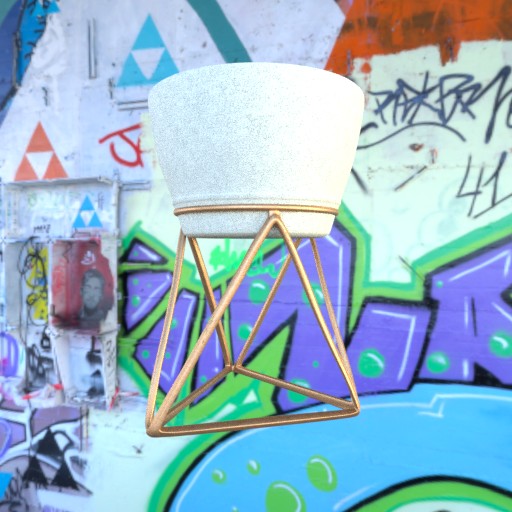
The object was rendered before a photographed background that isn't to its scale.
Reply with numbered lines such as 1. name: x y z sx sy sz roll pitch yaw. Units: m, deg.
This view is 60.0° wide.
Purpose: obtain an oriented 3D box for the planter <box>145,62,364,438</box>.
1. planter: 0.000 0.000 0.744 0.350 0.504 0.350 0 2 17
